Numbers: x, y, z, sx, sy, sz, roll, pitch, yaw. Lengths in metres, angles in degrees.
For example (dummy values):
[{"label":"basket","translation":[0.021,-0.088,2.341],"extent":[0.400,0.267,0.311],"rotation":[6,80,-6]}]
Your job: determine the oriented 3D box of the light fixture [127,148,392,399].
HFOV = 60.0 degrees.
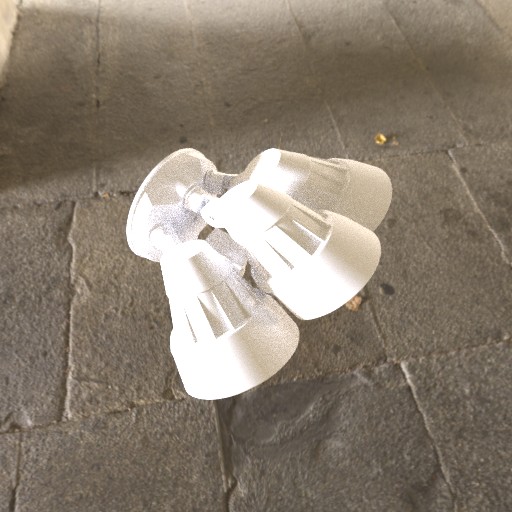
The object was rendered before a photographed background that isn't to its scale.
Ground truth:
[{"label":"light fixture","translation":[0.000,0.000,0.557],"extent":[0.278,0.237,0.369],"rotation":[30,63,17]}]
